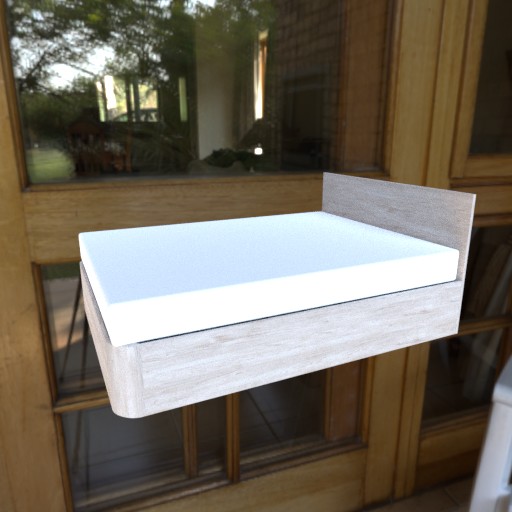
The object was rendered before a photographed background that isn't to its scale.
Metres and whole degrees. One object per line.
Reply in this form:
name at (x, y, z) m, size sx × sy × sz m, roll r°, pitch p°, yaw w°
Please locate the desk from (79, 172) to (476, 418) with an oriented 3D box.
desk at (0.000, 0.000, 2.656) m, size 1.900 × 0.800 × 1.400 m, roll -7°, pitch 17°, yaw -24°
